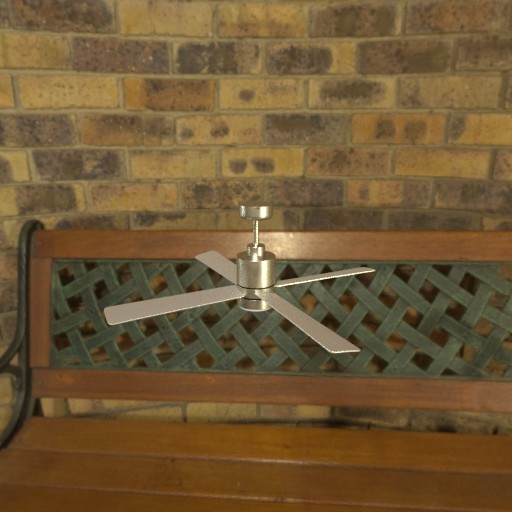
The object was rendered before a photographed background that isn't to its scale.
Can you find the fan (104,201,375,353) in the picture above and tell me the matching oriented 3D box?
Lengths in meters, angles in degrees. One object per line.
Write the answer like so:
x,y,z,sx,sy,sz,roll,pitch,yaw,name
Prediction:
0.000,0.000,2.282,1.525,0.539,1.525,-8,18,-25,fan
